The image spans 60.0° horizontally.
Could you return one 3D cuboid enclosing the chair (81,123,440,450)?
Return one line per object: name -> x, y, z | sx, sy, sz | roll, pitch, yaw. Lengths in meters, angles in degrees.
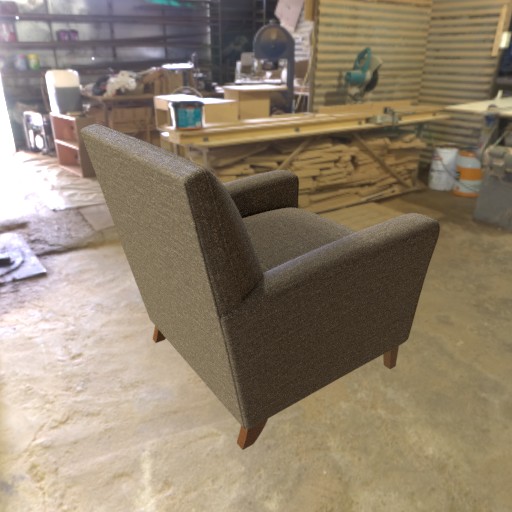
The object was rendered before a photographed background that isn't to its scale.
chair -> 0.000, 0.000, 1.569 | 0.875, 0.885, 0.838 | -16, 29, -31
